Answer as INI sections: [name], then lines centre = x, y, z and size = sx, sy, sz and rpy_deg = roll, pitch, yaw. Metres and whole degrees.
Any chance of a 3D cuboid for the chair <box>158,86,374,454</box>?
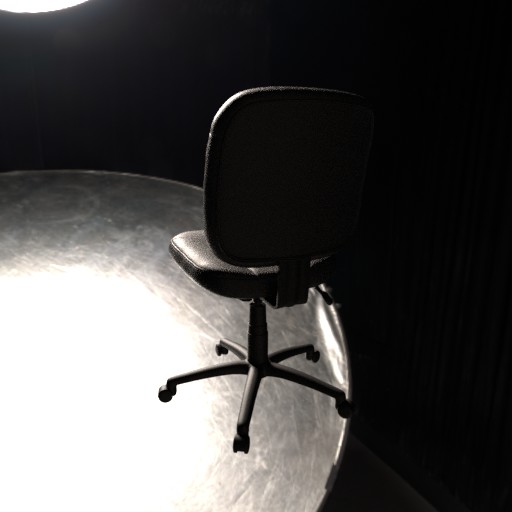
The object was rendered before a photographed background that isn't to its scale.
[chair]
centre = 0.000, 0.000, 1.419
size = 0.647, 0.959, 0.646
rpy_deg = -7, 16, -27
